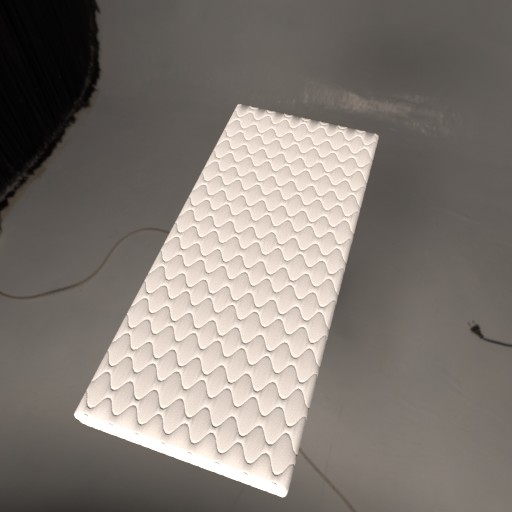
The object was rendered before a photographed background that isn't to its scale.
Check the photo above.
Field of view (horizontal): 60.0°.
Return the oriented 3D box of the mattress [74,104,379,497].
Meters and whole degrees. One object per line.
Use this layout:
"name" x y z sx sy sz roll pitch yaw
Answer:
"mattress" 0.000 0.000 2.273 0.900 0.200 2.000 15 59 10
